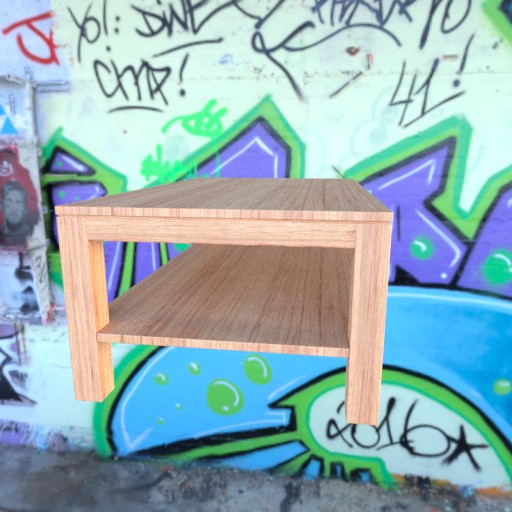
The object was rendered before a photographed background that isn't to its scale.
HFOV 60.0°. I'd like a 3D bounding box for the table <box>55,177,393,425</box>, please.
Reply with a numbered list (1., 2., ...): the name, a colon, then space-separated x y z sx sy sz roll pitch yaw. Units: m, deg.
1. table: 0.000 0.000 1.493 0.695 0.457 1.146 2 13 8
